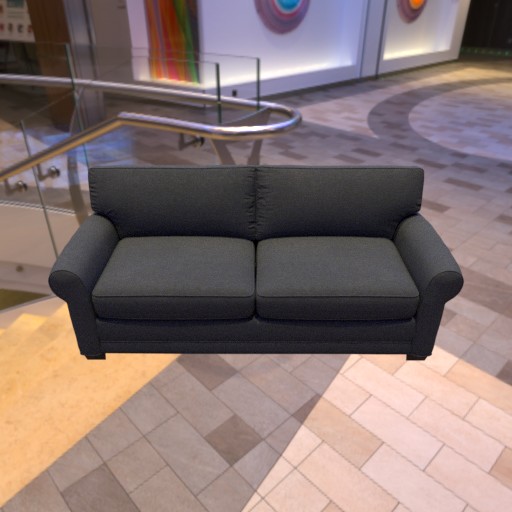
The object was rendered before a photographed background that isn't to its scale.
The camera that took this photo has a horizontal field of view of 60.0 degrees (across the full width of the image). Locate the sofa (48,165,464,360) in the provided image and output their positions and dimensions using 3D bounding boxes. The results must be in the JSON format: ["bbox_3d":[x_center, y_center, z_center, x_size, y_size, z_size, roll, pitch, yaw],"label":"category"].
[{"bbox_3d":[0.000,0.000,2.919,2.391,1.026,0.954,0,31,0],"label":"sofa"}]
